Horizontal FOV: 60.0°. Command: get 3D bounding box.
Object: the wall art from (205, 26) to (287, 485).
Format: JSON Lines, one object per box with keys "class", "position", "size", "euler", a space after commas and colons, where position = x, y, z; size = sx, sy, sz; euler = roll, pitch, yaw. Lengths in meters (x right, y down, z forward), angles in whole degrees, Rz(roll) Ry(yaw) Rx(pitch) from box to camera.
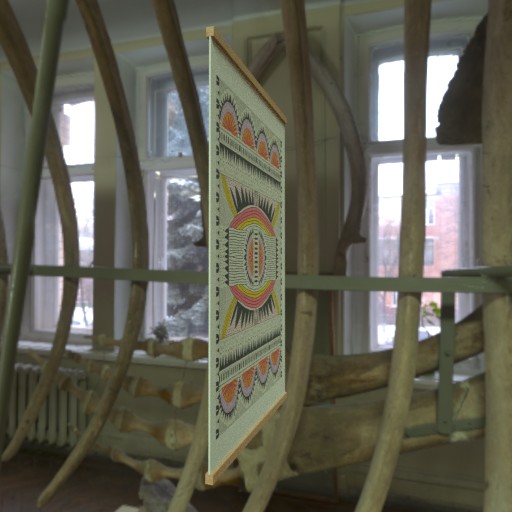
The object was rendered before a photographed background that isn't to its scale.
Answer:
{"class": "wall art", "position": [0.000, 0.000, 1.958], "size": [0.028, 1.533, 0.999], "euler": [0, -1, 18]}
